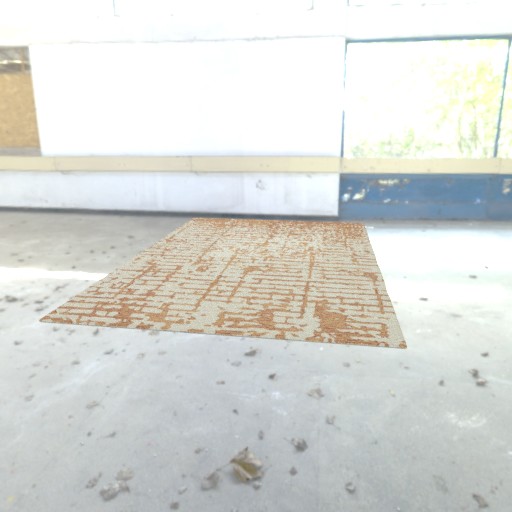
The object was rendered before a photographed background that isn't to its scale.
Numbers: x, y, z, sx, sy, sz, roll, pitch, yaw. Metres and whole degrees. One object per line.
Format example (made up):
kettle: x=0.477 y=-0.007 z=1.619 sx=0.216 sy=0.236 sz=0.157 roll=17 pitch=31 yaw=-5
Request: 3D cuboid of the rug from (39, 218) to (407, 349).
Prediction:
rug: x=0.000 y=0.000 z=2.295 sx=1.219 sy=0.011 sz=1.829 roll=3 pitch=16 yaw=9
